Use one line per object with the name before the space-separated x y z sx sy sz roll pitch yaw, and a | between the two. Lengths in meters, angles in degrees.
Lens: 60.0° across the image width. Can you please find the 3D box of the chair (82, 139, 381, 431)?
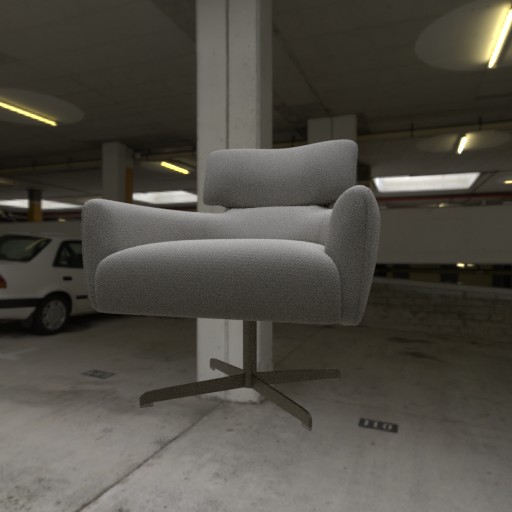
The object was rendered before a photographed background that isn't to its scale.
chair | 0.000 0.000 1.364 0.760 0.810 0.730 0 0 19
